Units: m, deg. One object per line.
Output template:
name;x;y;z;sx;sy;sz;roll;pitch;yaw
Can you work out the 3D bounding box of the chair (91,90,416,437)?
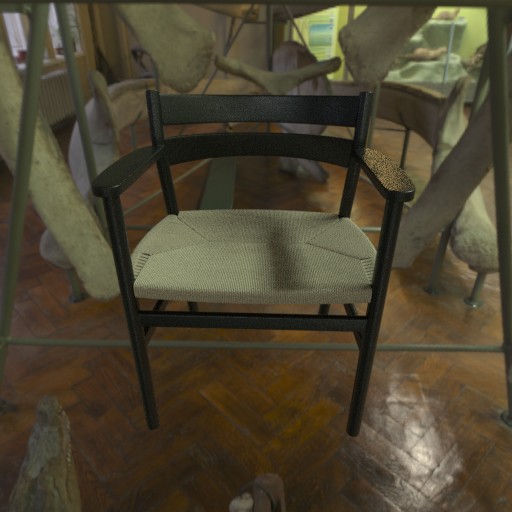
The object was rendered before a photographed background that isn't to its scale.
chair;0.000;0.000;1.165;0.630;0.775;0.508;1;31;2
